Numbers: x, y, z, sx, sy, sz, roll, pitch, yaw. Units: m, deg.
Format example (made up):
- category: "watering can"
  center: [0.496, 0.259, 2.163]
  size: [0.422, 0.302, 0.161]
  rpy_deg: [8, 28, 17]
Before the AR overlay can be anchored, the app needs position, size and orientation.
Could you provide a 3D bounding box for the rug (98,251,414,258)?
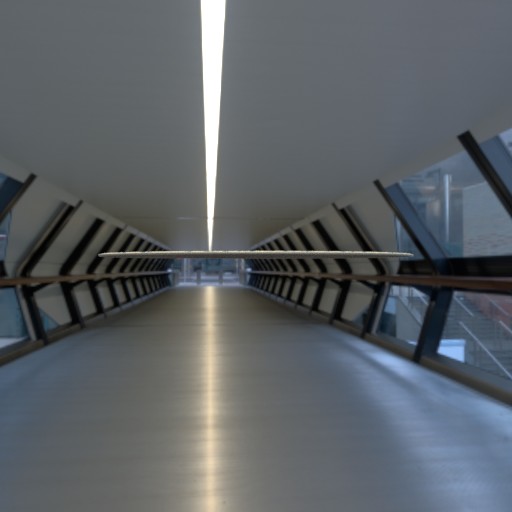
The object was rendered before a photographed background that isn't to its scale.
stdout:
- category: "rug"
  center: [0.000, 0.000, 2.376]
  size: [1.593, 0.012, 1.593]
  rpy_deg: [0, -1, 0]
